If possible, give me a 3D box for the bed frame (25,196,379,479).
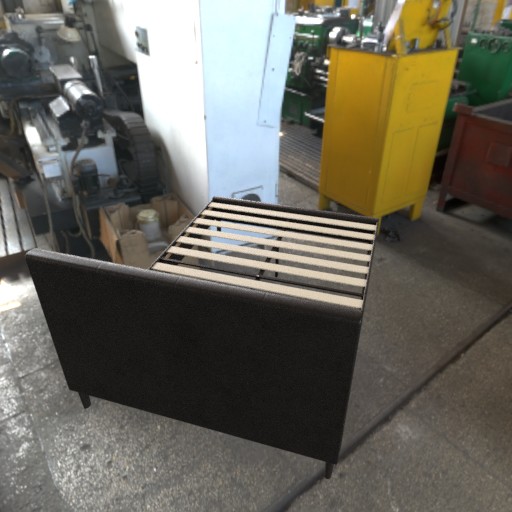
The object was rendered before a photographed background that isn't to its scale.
[{"bbox_3d":[0.000,0.000,2.908,1.469,1.046,2.152,10,34,15],"label":"bed frame"}]
